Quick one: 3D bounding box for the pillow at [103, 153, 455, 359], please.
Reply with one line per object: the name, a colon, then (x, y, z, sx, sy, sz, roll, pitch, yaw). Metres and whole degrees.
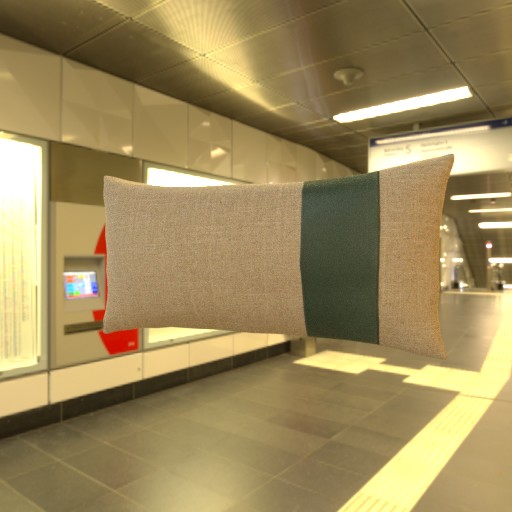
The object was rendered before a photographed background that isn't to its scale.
pillow: (0.000, 0.000, 1.045, 0.859, 0.429, 0.197, 0, 0, 18)
